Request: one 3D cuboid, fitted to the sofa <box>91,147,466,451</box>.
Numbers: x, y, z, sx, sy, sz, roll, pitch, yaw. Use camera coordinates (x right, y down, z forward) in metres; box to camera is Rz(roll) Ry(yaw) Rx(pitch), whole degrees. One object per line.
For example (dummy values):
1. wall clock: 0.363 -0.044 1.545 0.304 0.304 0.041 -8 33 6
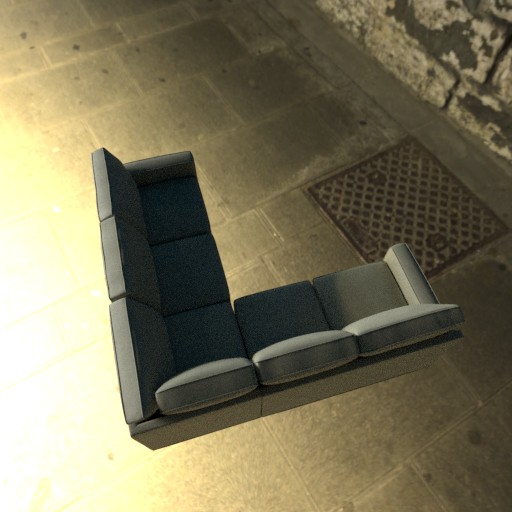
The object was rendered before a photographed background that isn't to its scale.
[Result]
1. sofa: 0.000 0.000 3.440 2.188 0.936 2.211 -15 61 -8
